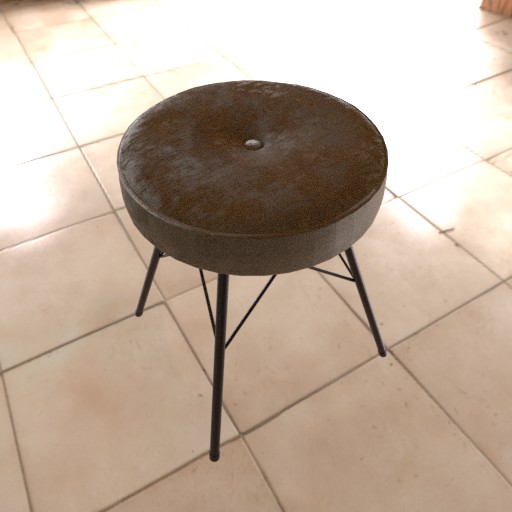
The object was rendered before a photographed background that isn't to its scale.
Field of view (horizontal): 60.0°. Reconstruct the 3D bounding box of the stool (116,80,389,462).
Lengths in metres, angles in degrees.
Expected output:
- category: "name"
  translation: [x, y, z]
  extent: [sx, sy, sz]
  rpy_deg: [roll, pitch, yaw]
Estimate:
- category: "stool"
  translation: [0.000, 0.000, 0.860]
  extent: [0.457, 0.538, 0.423]
  rpy_deg: [-24, 52, -21]
